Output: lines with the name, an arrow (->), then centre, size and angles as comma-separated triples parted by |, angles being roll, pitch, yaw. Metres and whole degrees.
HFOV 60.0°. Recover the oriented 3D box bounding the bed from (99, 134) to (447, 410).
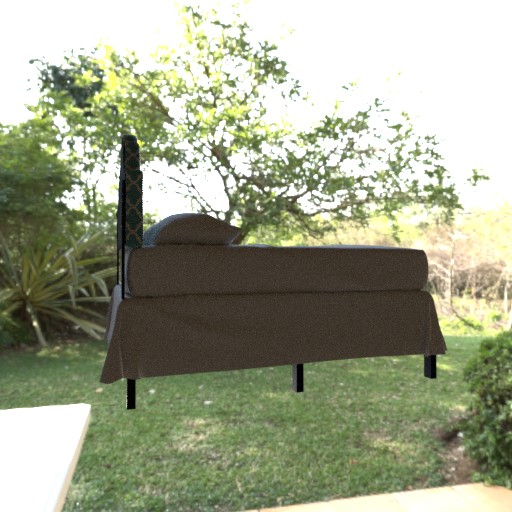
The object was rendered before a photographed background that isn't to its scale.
bed -> 0.000, 0.000, 3.386 | 2.222, 1.633, 1.780 | 0, -1, -18
